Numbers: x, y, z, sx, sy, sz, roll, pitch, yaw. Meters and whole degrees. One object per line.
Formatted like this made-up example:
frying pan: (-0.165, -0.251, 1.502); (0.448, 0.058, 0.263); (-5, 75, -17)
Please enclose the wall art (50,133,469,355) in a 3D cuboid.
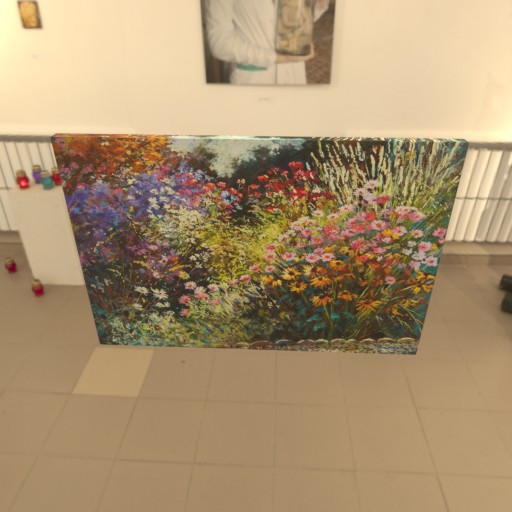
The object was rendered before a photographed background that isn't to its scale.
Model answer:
wall art: (0.000, 0.000, 1.414); (1.136, 0.760, 0.042); (1, 31, 2)
